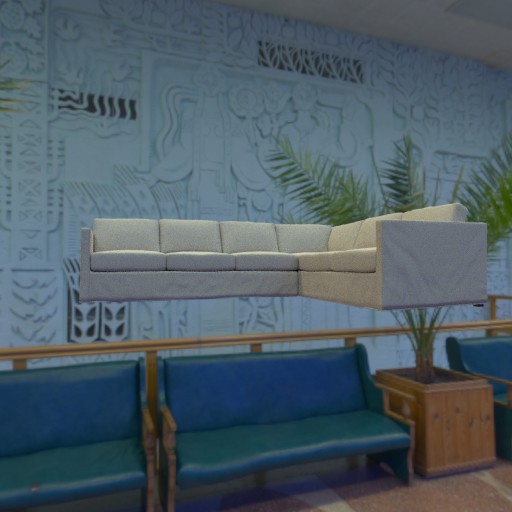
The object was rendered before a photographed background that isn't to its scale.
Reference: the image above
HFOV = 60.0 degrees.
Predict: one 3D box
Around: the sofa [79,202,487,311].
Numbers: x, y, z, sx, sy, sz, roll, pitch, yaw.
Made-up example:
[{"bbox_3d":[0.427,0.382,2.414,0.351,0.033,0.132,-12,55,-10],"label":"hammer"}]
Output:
[{"bbox_3d":[0.000,0.000,4.247,3.182,0.871,2.432,0,-1,-18],"label":"sofa"}]
